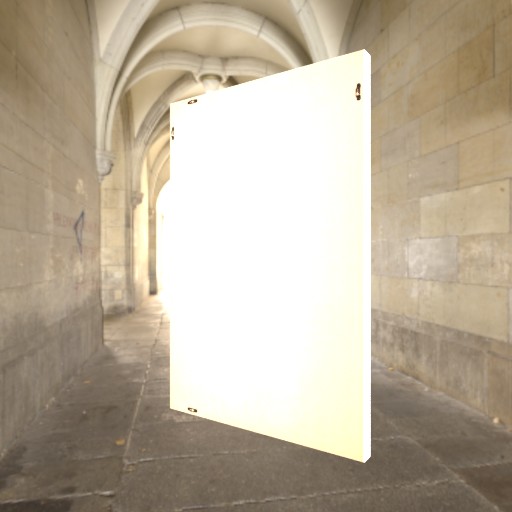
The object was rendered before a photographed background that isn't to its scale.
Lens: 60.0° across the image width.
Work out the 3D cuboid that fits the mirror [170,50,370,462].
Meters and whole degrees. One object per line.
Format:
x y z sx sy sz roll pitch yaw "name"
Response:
0.000 0.000 1.170 0.609 0.915 0.041 0 0 35 "mirror"
